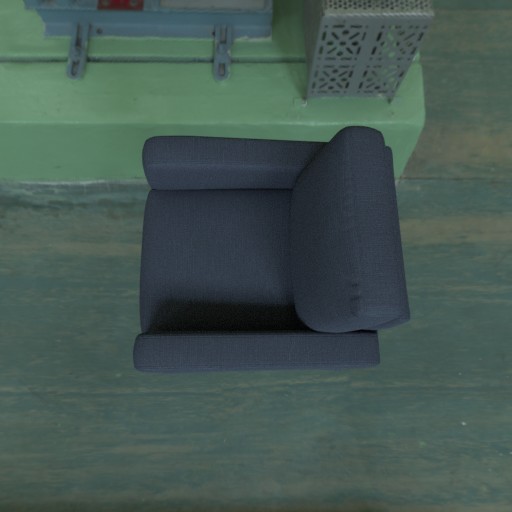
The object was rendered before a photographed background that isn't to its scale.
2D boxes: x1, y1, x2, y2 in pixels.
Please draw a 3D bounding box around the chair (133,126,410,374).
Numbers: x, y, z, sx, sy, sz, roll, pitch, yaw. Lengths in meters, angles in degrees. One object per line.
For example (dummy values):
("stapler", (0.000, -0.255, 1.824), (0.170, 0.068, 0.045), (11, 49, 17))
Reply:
("chair", (0.000, 0.000, 1.573), (0.863, 0.855, 0.798), (-1, 75, 0))
